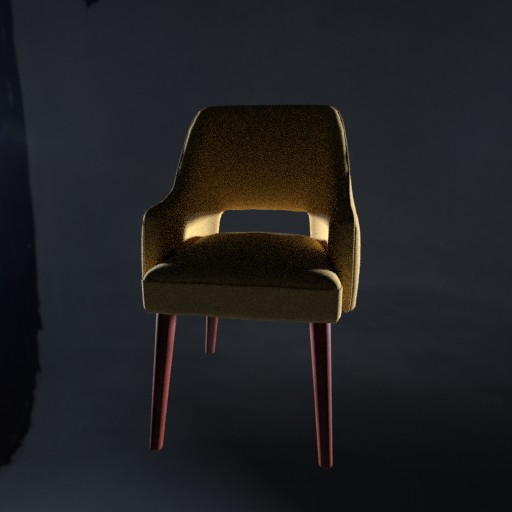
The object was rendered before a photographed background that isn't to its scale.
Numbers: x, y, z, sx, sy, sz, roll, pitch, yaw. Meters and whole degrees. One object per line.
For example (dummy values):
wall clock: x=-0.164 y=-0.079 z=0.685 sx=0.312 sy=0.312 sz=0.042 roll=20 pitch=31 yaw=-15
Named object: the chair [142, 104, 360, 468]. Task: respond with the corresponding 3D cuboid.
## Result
chair: x=0.000 y=0.000 z=1.240 sx=0.548 sy=0.849 sz=0.605 roll=2 pitch=14 yaw=8
